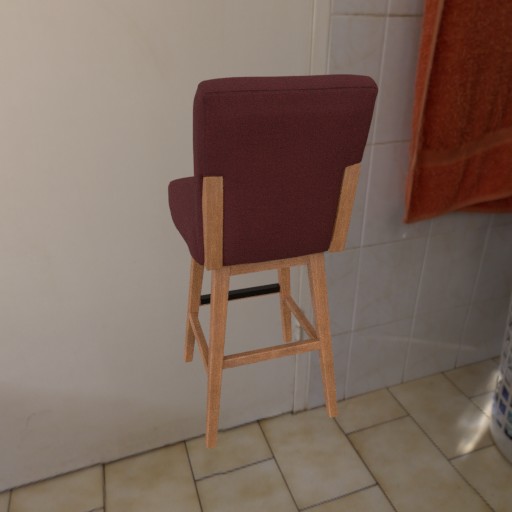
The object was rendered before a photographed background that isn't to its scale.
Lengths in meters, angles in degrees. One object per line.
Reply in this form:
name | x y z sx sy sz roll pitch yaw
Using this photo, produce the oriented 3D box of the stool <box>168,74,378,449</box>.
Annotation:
stool | 0.000 0.000 1.397 0.468 1.093 0.562 -8 28 -16
